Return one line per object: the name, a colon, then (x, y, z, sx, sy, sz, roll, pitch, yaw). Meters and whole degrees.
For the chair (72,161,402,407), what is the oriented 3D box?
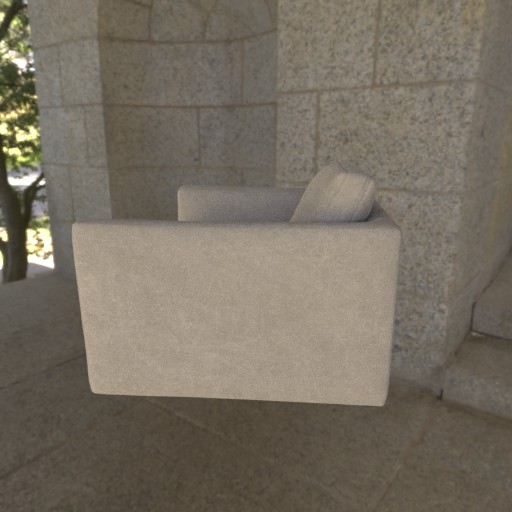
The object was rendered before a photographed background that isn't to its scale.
chair: (0.000, 0.000, 1.986, 1.091, 0.845, 1.190, 2, 15, 8)
